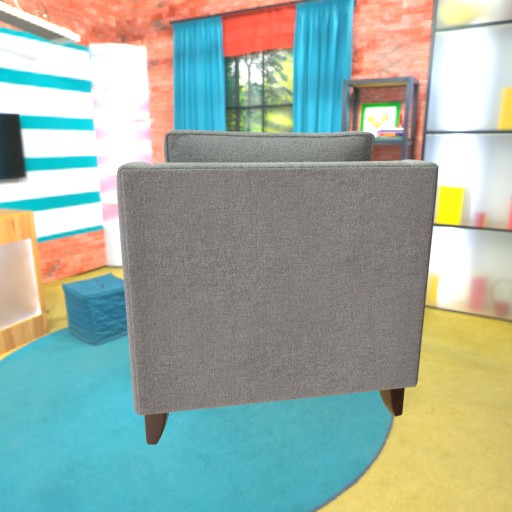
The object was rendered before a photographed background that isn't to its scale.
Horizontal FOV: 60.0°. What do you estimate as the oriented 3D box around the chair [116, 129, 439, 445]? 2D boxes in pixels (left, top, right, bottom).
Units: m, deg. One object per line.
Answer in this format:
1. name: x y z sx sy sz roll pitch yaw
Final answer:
1. chair: 0.000 0.000 1.606 0.838 0.864 0.918 -3 14 -10
